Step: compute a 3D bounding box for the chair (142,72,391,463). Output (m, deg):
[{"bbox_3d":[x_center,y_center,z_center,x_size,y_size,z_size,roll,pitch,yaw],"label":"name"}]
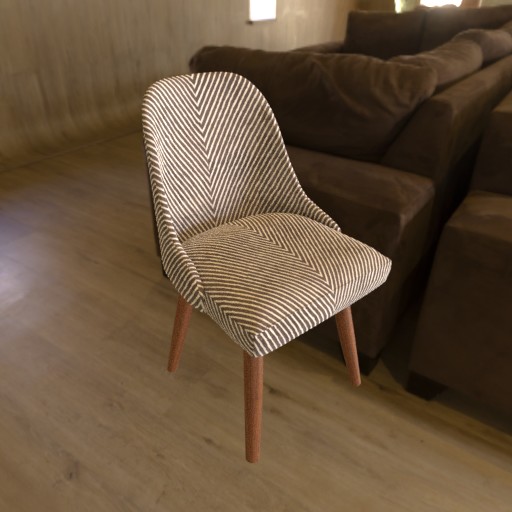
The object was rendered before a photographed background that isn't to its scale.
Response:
[{"bbox_3d":[0.000,0.000,1.241,0.504,0.883,0.591,-23,38,-33],"label":"chair"}]
